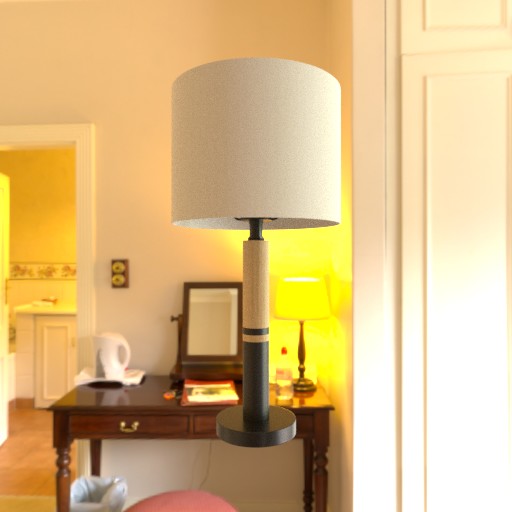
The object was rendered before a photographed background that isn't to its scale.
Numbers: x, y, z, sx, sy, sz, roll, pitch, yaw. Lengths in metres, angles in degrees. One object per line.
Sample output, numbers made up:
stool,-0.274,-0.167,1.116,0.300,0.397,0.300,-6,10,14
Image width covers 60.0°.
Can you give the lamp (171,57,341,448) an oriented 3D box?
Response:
lamp,0.000,0.000,0.811,0.305,0.640,0.305,0,0,-37
